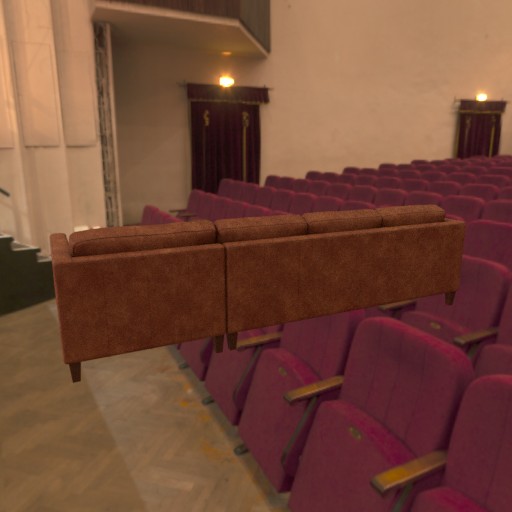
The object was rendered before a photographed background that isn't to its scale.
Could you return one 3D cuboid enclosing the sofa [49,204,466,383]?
[{"bbox_3d":[0.000,0.000,3.838,3.203,0.883,1.581,-6,15,-25],"label":"sofa"}]
